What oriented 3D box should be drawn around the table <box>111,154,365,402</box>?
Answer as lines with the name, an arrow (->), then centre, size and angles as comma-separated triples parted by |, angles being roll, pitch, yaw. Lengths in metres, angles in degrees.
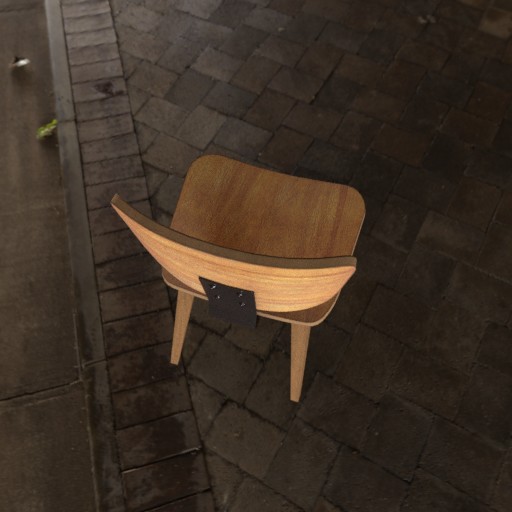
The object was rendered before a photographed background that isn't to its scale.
table -> 0.000, 0.000, 1.136 | 0.499, 0.805, 0.500 | 15, 64, 7
